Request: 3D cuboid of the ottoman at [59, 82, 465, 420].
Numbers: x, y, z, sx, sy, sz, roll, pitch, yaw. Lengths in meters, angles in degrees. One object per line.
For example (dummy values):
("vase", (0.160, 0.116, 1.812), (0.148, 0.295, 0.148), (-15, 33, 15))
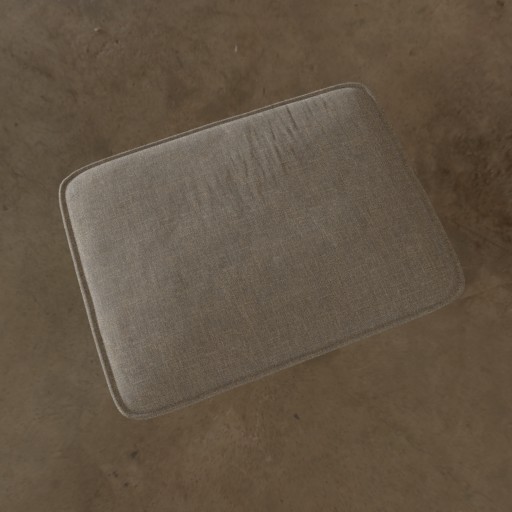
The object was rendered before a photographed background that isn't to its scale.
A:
("ottoman", (0.000, 0.000, 1.113), (0.762, 0.457, 0.559), (-20, 76, -5))
